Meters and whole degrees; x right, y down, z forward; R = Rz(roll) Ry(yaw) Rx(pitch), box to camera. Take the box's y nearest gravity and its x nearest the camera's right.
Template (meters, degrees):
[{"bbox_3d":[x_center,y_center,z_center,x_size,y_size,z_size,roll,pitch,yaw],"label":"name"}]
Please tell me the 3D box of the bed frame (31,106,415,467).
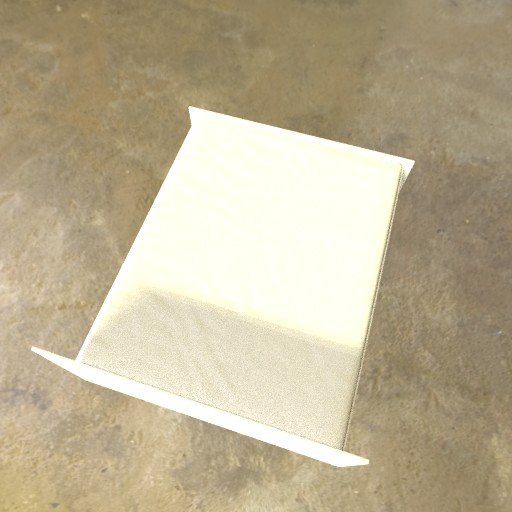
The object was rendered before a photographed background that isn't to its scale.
[{"bbox_3d":[0.000,0.000,2.904,1.720,0.800,2.060,16,65,8],"label":"bed frame"}]
